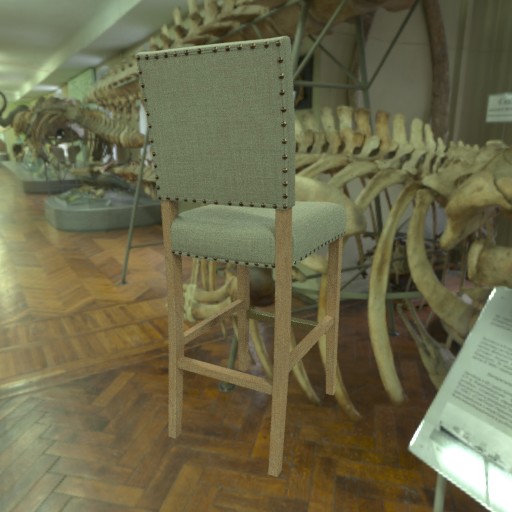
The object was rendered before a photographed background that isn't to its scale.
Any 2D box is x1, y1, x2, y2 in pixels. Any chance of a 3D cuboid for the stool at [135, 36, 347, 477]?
[{"bbox_3d":[0.000,0.000,1.468,0.445,1.203,0.585,8,17,27],"label":"stool"}]
